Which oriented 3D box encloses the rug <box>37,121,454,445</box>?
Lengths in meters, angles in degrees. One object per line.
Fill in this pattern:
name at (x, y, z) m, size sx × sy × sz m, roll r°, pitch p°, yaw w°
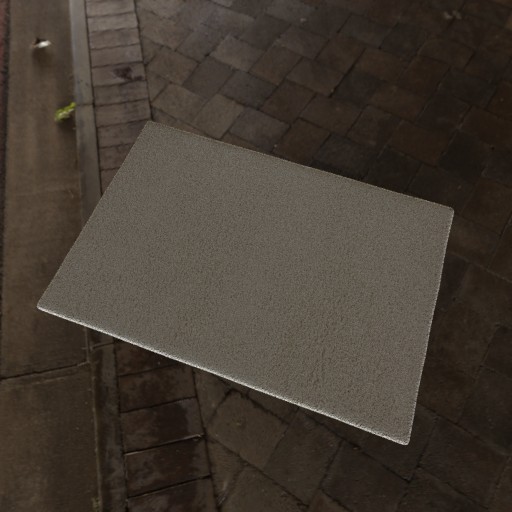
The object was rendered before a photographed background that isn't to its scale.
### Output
rug at (0.000, 0.000, 2.217) m, size 1.778 × 0.030 × 1.219 m, roll 18°, pitch 66°, yaw 8°
